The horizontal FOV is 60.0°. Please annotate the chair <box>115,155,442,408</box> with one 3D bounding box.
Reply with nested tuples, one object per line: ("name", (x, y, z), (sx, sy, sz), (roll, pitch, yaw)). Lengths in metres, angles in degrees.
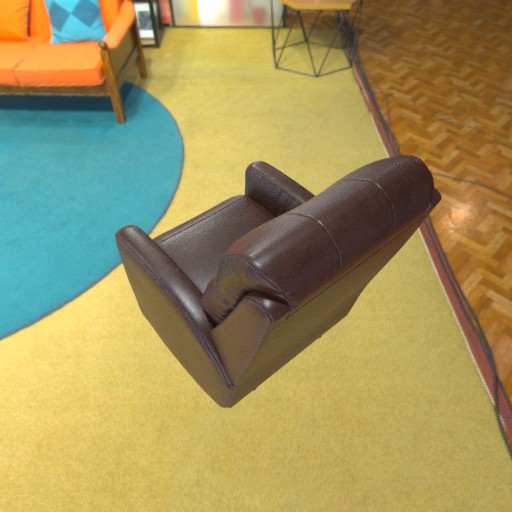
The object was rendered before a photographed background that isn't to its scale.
("chair", (0.000, 0.000, 1.726), (0.787, 1.016, 0.939), (-32, 54, -26))
